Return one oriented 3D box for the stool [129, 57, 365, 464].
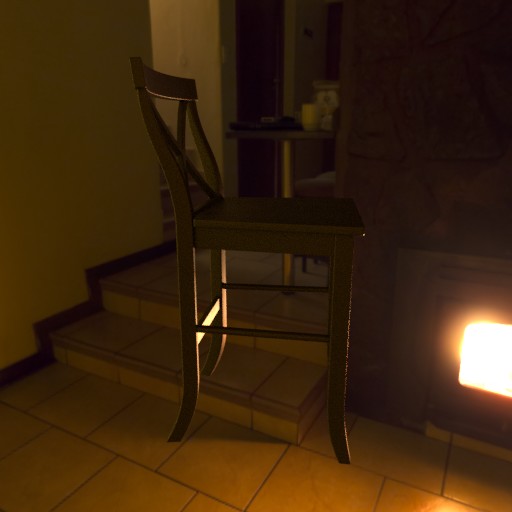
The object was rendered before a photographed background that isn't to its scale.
[{"bbox_3d":[0.000,0.000,1.258,0.559,0.989,0.452,2,16,8],"label":"stool"}]
